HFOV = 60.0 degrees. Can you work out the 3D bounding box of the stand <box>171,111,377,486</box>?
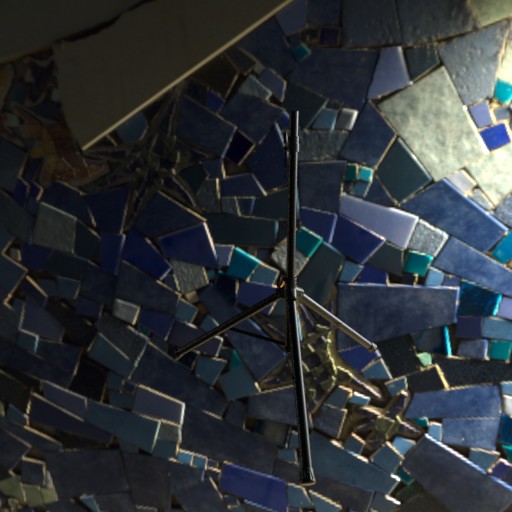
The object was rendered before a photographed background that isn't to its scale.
[{"bbox_3d":[0.000,0.000,1.838,0.907,1.136,1.045,7,16,26],"label":"stand"}]
